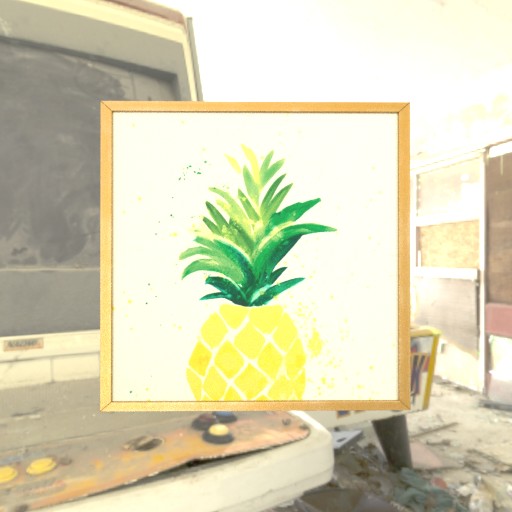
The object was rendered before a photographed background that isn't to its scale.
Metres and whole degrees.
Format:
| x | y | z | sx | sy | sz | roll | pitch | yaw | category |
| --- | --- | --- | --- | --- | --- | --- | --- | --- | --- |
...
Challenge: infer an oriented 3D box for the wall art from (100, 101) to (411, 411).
| x | y | z | sx | sy | sz | roll | pitch | yaw | category |
| --- | --- | --- | --- | --- | --- | --- | --- | --- | --- |
| 0.000 | 0.000 | 1.107 | 0.762 | 0.760 | 0.037 | 0 | 0 | -1 | wall art |
